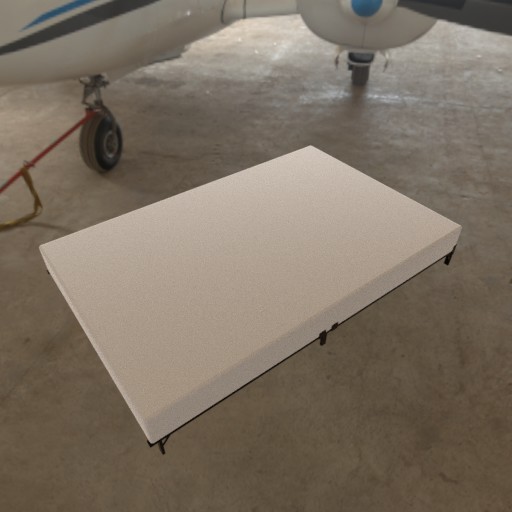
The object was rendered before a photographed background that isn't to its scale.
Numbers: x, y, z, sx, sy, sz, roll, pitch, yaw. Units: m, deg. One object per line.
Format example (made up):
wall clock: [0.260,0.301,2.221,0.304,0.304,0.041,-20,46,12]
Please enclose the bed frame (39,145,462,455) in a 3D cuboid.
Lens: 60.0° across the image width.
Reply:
bed frame: [0.000,0.000,3.817,2.987,0.440,1.930,-26,47,-27]
